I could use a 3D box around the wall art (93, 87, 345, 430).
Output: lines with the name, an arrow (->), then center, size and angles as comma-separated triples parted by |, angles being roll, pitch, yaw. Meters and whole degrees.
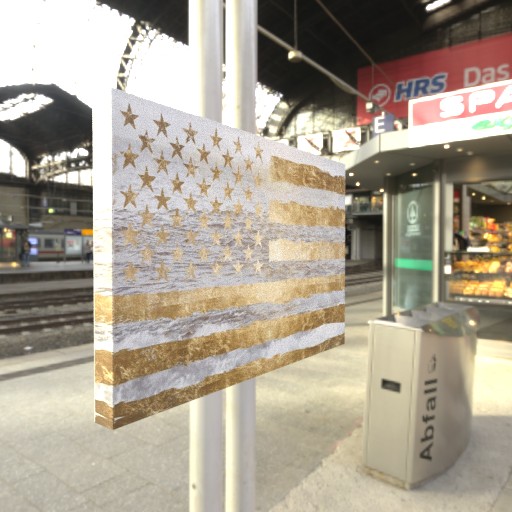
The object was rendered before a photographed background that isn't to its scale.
wall art -> 0.000, 0.000, 0.776 | 0.041, 0.407, 0.606 | 1, 1, 38
